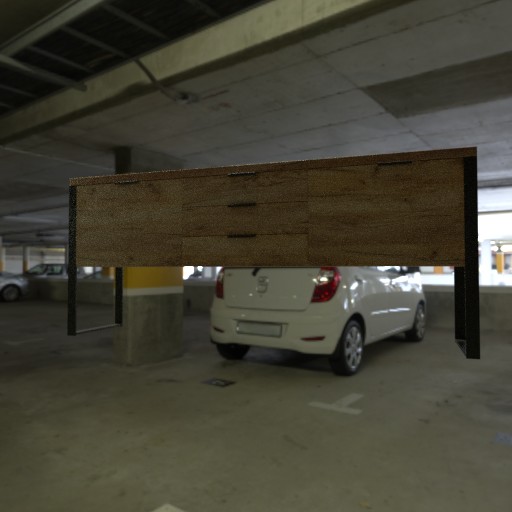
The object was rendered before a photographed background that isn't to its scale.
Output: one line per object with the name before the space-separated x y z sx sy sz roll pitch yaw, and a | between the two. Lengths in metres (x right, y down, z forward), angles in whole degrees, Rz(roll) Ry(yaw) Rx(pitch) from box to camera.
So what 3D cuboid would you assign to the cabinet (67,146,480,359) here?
cabinet | 0.000 0.000 2.043 1.800 0.762 0.395 -1 -2 18
